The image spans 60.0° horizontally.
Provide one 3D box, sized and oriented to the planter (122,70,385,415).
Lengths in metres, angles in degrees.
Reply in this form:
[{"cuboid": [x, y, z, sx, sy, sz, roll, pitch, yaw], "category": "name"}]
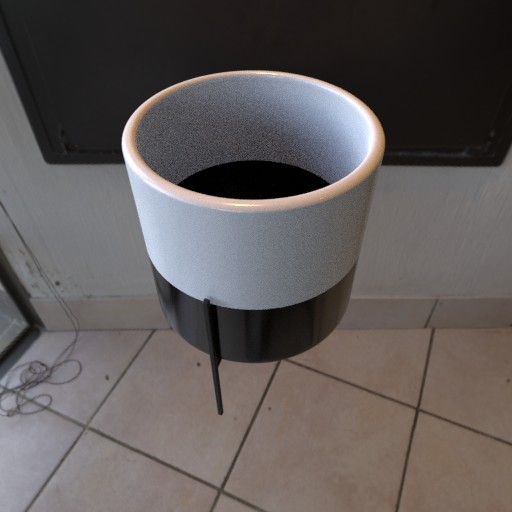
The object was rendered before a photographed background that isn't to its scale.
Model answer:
[{"cuboid": [0.000, 0.000, 0.665, 0.310, 0.432, 0.310, 4, 46, 4], "category": "planter"}]
